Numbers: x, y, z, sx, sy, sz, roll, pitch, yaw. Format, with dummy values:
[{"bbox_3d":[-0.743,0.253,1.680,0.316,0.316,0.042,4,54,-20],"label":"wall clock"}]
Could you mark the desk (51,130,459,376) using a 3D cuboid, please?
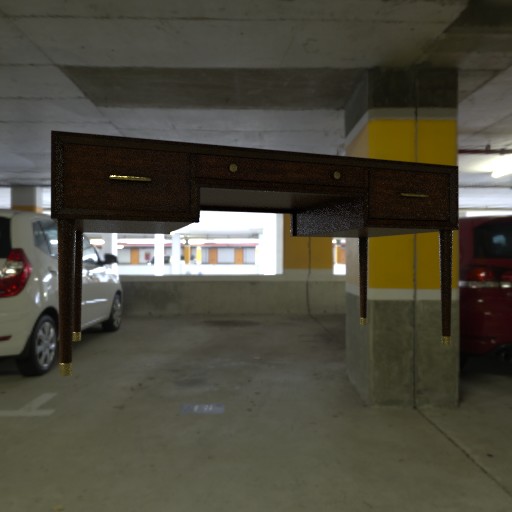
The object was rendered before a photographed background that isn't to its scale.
[{"bbox_3d":[0.000,0.000,1.945,1.575,0.762,0.724,0,-1,-19],"label":"desk"}]
